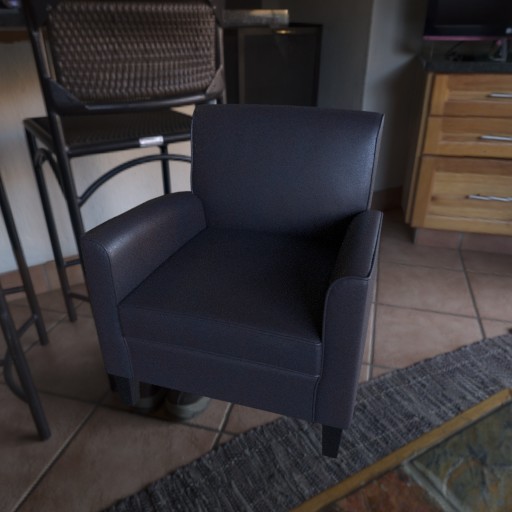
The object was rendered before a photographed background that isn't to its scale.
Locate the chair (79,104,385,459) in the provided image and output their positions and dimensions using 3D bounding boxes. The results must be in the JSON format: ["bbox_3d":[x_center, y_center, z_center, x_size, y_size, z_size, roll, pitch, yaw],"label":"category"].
[{"bbox_3d":[0.000,0.000,1.562,0.820,0.916,0.819,8,28,16],"label":"chair"}]
